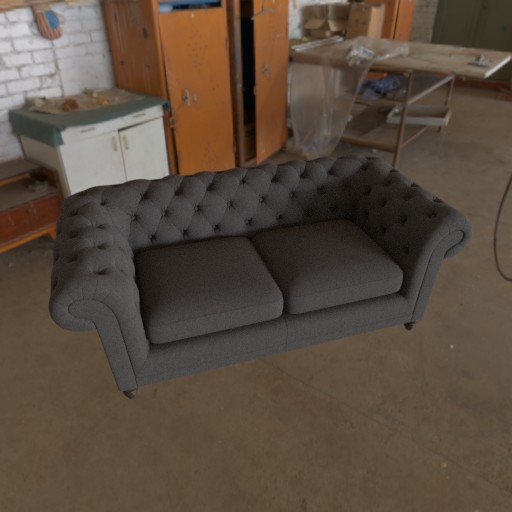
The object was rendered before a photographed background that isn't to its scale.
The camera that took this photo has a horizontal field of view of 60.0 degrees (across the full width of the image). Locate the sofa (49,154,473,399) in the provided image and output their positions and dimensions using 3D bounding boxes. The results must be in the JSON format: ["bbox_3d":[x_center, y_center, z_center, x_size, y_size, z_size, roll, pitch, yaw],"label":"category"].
[{"bbox_3d":[0.000,0.000,2.473,1.998,0.764,0.986,-10,34,-15],"label":"sofa"}]
